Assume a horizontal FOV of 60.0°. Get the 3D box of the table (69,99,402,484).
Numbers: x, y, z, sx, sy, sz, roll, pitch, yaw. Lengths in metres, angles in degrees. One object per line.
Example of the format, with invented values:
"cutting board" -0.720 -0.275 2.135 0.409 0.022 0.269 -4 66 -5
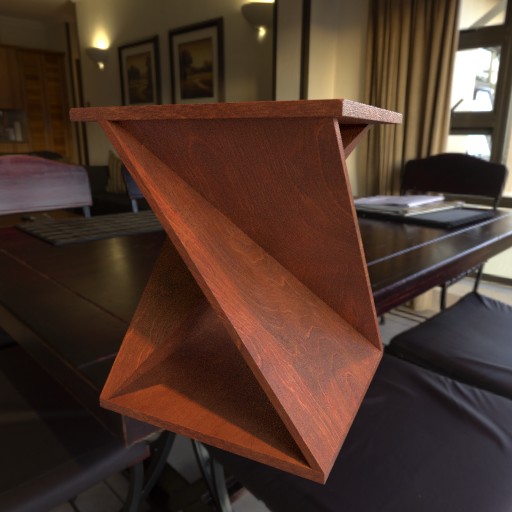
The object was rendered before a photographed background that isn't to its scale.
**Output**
"table" 0.000 0.000 0.839 0.427 0.520 0.427 7 17 25
